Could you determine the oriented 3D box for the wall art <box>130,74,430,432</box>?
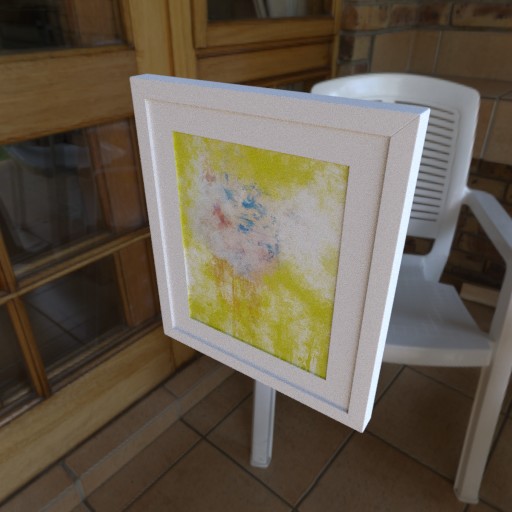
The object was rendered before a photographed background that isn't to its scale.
[{"bbox_3d":[0.000,0.000,0.534,0.331,0.381,0.028,19,35,29],"label":"wall art"}]
